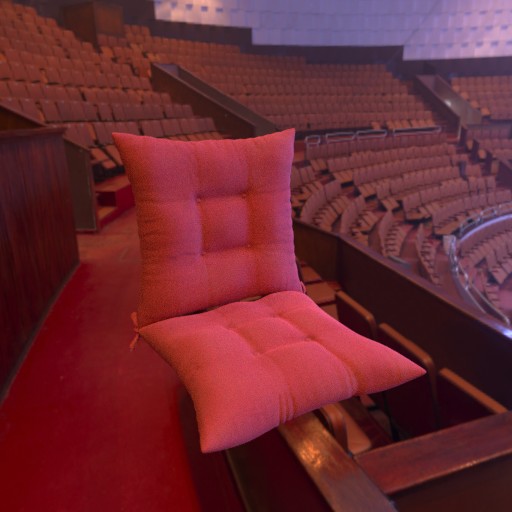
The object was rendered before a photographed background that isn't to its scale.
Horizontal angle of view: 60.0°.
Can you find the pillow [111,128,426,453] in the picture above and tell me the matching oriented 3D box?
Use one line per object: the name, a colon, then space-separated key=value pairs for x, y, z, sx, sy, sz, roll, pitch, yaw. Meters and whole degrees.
pillow: x=0.000 y=0.000 z=1.002 sx=0.541 sy=0.536 sz=0.585 roll=-9 pitch=20 yaw=-26
